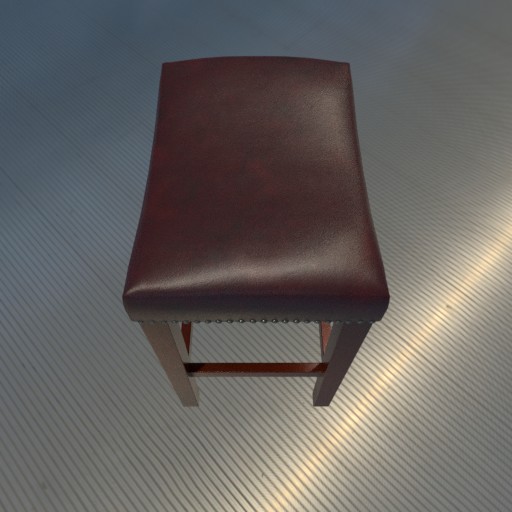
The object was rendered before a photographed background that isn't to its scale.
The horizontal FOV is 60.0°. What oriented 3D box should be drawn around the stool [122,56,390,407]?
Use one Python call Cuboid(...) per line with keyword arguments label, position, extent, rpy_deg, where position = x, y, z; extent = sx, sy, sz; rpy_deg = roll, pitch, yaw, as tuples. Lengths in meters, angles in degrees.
Cuboid(label="stool", position=(0.000, 0.000, 0.965), extent=(0.372, 0.657, 0.504), rpy_deg=(0, 59, 0))
